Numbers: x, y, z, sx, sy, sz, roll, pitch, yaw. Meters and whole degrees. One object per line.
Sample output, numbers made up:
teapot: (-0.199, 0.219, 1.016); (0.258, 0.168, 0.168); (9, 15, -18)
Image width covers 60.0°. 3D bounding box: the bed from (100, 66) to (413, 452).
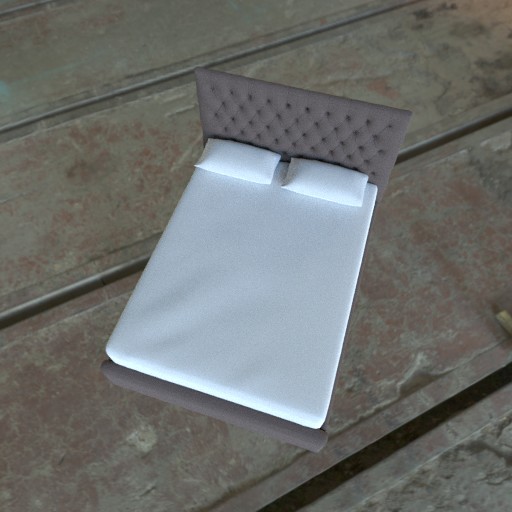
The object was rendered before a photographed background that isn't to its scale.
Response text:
bed: (0.000, 0.000, 3.380); (1.696, 1.426, 2.233); (15, 60, 9)
